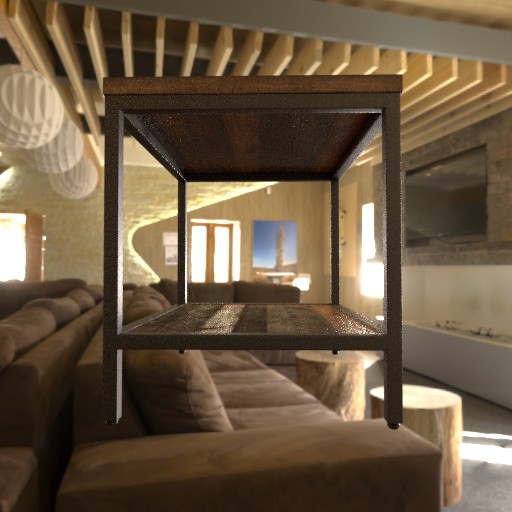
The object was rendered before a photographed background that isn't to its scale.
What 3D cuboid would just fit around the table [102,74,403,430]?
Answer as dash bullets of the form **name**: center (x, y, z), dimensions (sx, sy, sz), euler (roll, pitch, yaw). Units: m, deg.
- **table**: center (0.000, 0.000, 1.103), dimensions (0.524, 0.612, 0.678), euler (0, -1, 1)
